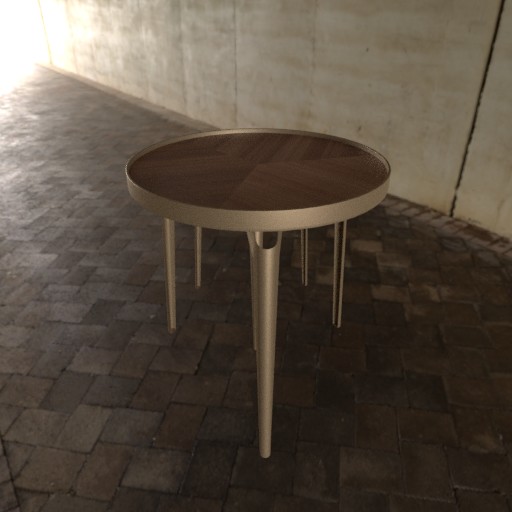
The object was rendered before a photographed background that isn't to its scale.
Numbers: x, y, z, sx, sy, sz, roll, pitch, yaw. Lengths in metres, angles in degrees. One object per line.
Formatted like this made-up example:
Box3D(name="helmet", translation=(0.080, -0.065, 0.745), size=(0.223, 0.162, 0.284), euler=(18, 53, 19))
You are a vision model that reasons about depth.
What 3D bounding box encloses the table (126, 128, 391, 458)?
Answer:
Box3D(name="table", translation=(0.000, 0.000, 1.126), size=(0.532, 0.555, 0.751), euler=(-1, 30, -3))
